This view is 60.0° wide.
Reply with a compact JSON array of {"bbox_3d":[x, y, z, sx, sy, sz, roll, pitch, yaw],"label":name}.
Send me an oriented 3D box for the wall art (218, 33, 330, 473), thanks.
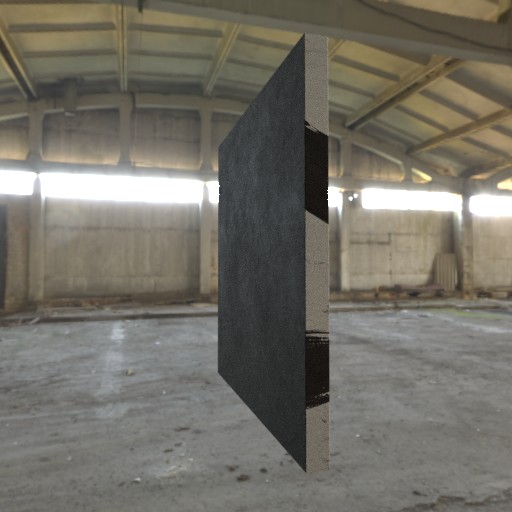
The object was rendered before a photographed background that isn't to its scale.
[{"bbox_3d":[0.000,0.000,1.141,0.046,0.765,0.765,0,-2,-16],"label":"wall art"}]
